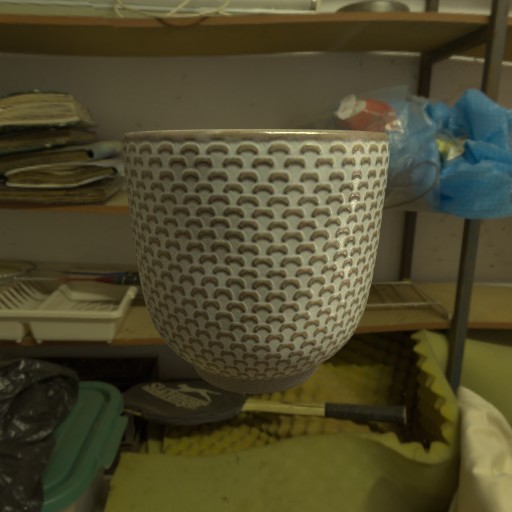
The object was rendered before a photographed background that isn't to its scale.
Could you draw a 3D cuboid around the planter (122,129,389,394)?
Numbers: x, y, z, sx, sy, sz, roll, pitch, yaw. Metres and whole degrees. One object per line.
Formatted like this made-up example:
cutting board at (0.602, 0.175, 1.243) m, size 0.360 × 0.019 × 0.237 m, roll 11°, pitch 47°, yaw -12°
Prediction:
planter at (0.000, 0.000, 0.359) m, size 0.197 × 0.191 × 0.197 m, roll 0°, pitch 14°, yaw 0°
